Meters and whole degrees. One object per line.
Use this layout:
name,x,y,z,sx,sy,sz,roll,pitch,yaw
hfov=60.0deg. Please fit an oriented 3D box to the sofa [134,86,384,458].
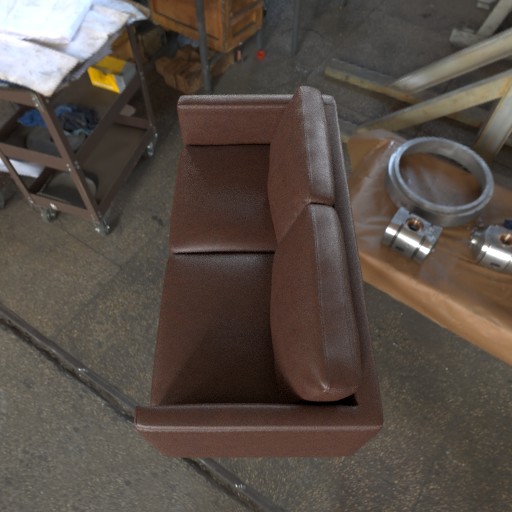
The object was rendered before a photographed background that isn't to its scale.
sofa,0.000,0.000,2.344,0.951,0.933,1.883,0,58,0
